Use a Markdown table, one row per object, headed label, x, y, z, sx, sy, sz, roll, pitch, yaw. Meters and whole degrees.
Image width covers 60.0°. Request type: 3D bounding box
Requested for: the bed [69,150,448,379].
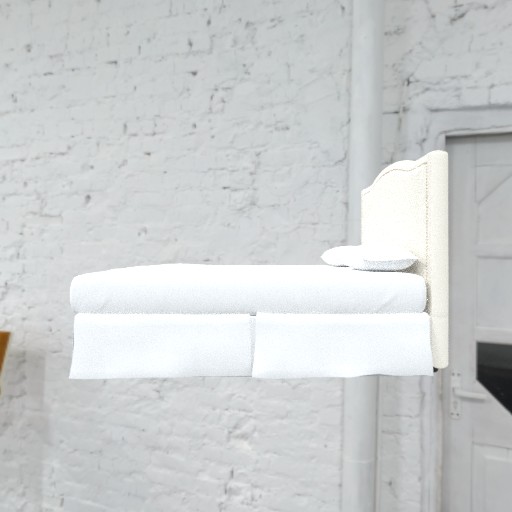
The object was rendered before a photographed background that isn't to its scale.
| label | x | y | z | sx | sy | sz | roll | pitch | yaw |
| --- | --- | --- | --- | --- | --- | --- | --- | --- | --- |
| bed | 0.000 | 0.000 | 3.480 | 2.282 | 1.436 | 1.821 | 0 | 0 | -1 |
